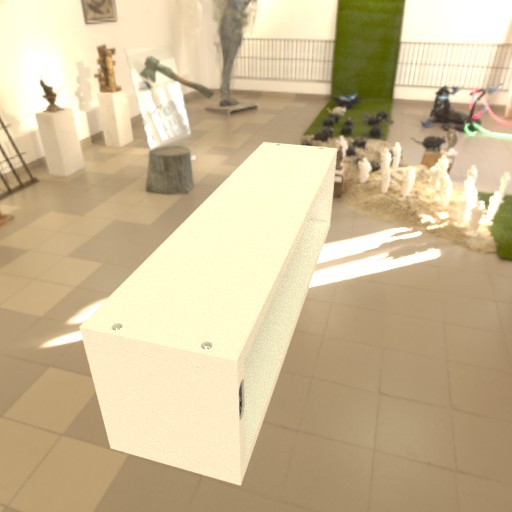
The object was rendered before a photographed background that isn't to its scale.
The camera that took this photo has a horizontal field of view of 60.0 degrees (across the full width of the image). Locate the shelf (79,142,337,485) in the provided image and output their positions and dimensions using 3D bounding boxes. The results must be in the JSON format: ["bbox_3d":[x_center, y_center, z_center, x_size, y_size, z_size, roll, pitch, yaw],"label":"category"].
[{"bbox_3d":[0.000,0.000,0.675,0.150,0.170,0.610,9,31,14],"label":"shelf"}]
